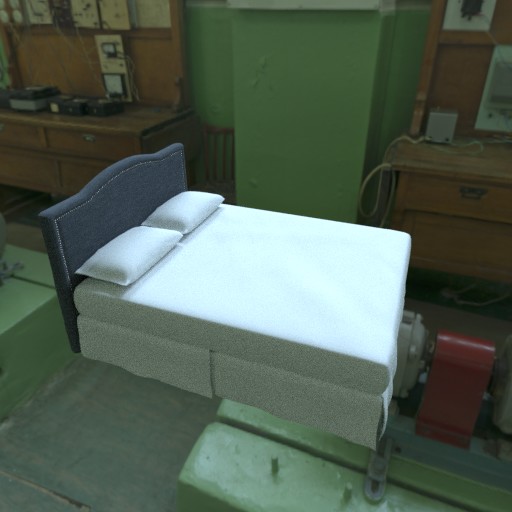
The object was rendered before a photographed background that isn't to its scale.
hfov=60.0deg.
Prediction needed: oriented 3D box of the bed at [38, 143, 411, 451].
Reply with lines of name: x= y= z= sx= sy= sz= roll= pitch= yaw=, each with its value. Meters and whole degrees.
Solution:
bed: x=0.000 y=0.000 z=3.973 sx=2.689 sy=1.457 sz=2.161 roll=11 pitch=32 yaw=18
